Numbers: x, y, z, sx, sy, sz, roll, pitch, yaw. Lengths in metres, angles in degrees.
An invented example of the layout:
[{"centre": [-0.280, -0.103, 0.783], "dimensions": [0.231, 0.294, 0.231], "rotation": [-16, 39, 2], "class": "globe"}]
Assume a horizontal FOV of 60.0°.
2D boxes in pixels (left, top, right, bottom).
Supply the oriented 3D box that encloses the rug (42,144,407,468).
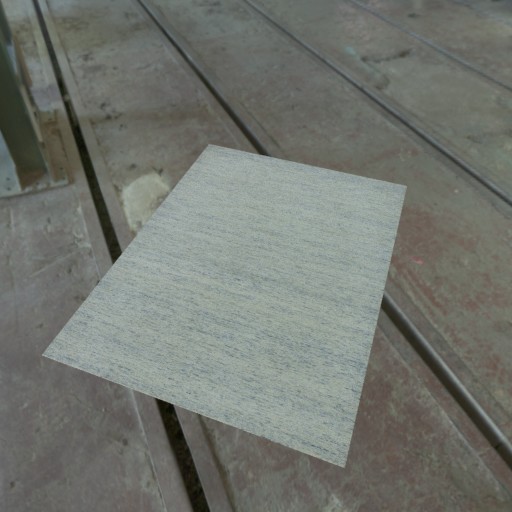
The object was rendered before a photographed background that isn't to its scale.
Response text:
[{"centre": [0.000, 0.000, 4.251], "dimensions": [2.438, 0.006, 3.197], "rotation": [15, 49, 14], "class": "rug"}]
